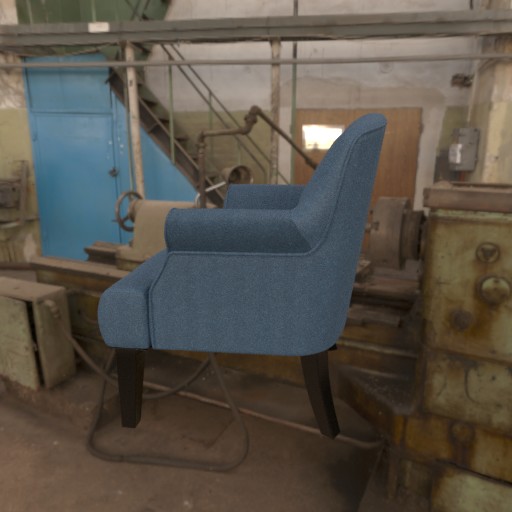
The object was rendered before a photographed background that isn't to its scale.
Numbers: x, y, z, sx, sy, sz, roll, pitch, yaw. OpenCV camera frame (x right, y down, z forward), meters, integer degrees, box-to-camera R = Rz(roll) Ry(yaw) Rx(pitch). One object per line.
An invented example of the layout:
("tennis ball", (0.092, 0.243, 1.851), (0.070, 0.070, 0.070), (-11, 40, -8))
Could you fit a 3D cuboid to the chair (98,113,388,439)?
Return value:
("chair", (0.000, 0.000, 1.443), (0.754, 0.878, 0.770), (2, 15, 9))
